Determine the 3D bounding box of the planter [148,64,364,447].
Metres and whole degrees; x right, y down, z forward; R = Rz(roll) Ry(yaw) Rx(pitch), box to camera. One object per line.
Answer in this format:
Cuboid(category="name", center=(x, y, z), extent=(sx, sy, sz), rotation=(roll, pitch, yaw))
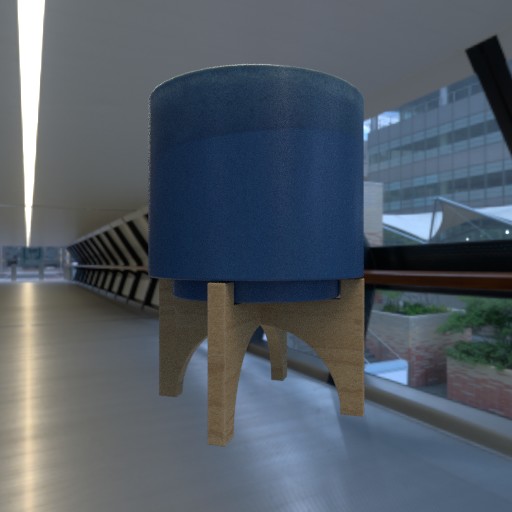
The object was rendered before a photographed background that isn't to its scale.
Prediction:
Cuboid(category="planter", center=(0.000, 0.000, 0.552), extent=(0.261, 0.367, 0.261), rotation=(0, 0, 0))
